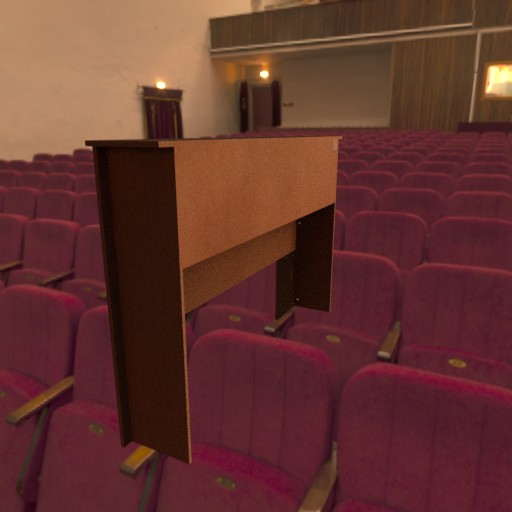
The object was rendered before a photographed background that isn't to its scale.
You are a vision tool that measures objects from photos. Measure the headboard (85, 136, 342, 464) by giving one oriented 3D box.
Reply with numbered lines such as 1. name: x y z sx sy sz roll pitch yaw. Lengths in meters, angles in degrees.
1. headboard: 0.000 0.000 2.116 0.279 1.092 1.671 8 17 26
